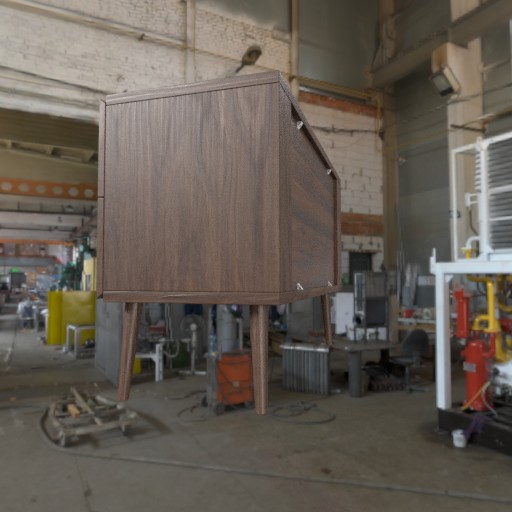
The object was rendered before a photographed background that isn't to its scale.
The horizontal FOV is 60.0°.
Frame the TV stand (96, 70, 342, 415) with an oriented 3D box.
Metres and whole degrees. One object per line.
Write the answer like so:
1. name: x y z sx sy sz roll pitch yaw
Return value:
1. TV stand: 0.000 0.000 1.362 0.405 0.660 0.990 -1 -3 17
